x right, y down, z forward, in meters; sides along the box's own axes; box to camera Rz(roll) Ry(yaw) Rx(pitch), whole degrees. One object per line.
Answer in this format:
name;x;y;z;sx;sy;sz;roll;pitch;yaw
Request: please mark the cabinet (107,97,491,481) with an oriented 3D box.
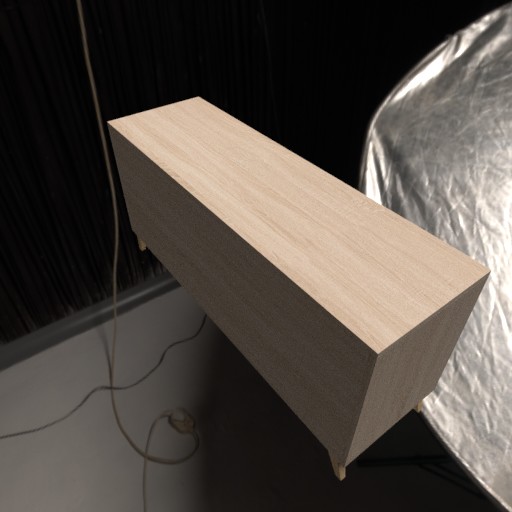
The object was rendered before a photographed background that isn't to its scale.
cabinet;0.000;0.000;1.948;0.500;0.780;1.649;-26;48;-27
